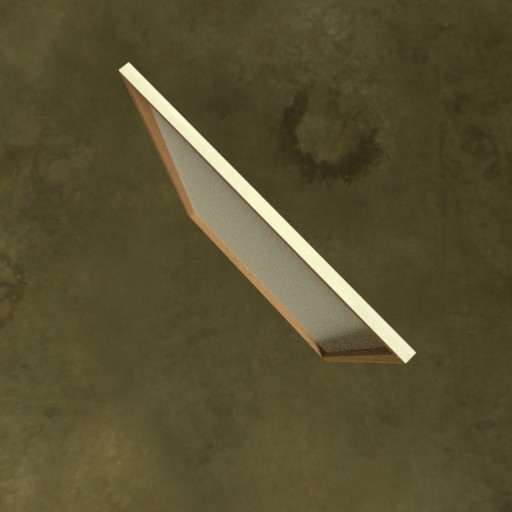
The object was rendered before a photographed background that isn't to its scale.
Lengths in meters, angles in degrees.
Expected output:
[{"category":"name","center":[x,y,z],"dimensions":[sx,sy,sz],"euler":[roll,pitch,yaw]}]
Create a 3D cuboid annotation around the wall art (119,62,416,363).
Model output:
[{"category":"wall art","center":[0.000,0.000,0.990],"dimensions":[0.021,0.710,0.609],"euler":[-42,80,-9]}]
